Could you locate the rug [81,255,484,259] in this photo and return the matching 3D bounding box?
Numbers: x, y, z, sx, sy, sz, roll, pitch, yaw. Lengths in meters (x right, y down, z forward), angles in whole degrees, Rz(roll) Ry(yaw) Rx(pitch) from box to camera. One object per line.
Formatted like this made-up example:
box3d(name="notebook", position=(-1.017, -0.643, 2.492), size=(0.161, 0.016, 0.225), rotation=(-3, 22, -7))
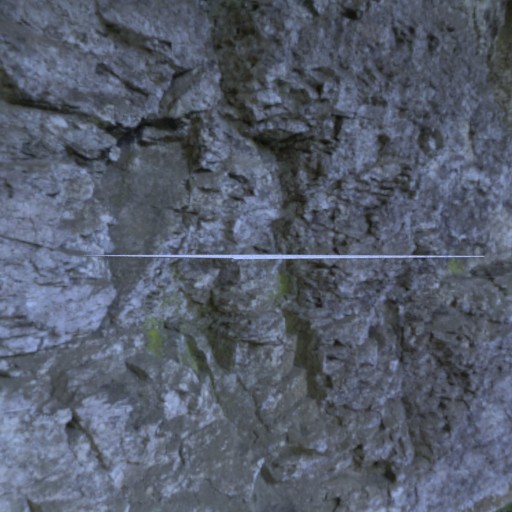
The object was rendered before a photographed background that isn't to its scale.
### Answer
box3d(name="rug", position=(0.000, 0.000, 4.162), size=(2.421, 0.008, 3.045), rotation=(0, 0, -35))
